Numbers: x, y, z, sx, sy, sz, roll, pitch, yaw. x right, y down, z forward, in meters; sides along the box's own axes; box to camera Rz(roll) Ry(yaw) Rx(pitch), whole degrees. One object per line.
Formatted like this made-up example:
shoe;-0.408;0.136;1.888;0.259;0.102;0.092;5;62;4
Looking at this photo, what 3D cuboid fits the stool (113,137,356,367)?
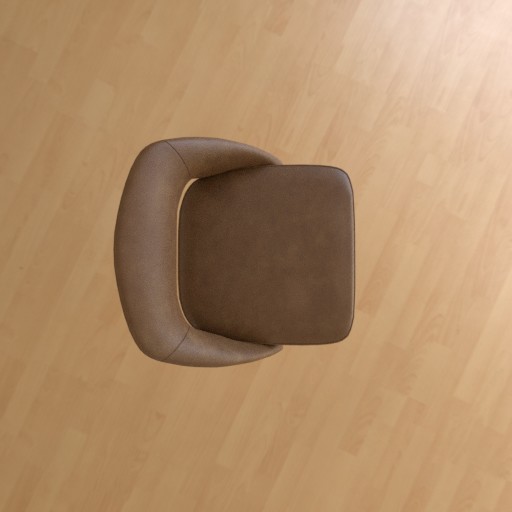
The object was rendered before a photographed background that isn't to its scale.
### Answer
stool;0.000;0.000;1.228;0.509;0.940;0.494;0;89;-1
